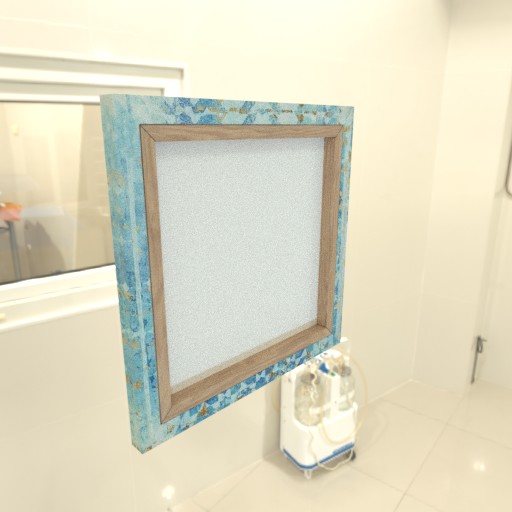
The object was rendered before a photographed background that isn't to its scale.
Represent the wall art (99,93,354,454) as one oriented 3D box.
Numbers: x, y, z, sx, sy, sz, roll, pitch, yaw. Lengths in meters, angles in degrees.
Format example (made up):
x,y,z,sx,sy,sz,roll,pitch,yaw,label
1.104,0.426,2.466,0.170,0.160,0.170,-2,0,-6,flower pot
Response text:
x,y,z,sx,sy,sz,roll,pitch,yaw,label
0.000,0.000,0.926,0.609,0.609,0.040,-15,22,-42,wall art
